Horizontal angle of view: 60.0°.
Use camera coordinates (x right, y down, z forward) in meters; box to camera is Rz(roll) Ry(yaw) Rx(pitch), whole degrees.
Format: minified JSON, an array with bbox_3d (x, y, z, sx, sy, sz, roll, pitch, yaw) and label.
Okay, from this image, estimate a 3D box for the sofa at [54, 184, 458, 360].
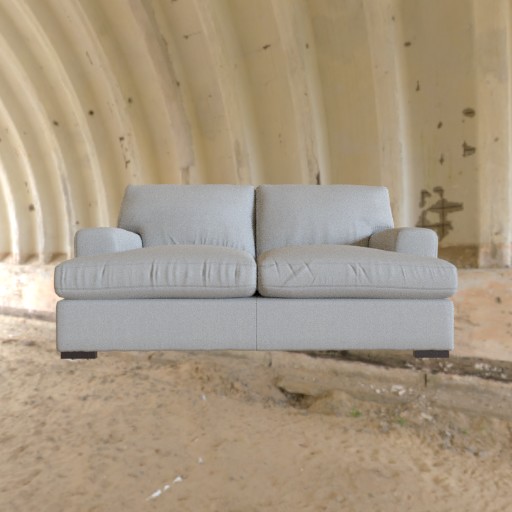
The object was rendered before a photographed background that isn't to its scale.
[{"bbox_3d":[0.000,0.000,2.530,1.880,0.940,1.143,0,0,-1],"label":"sofa"}]
